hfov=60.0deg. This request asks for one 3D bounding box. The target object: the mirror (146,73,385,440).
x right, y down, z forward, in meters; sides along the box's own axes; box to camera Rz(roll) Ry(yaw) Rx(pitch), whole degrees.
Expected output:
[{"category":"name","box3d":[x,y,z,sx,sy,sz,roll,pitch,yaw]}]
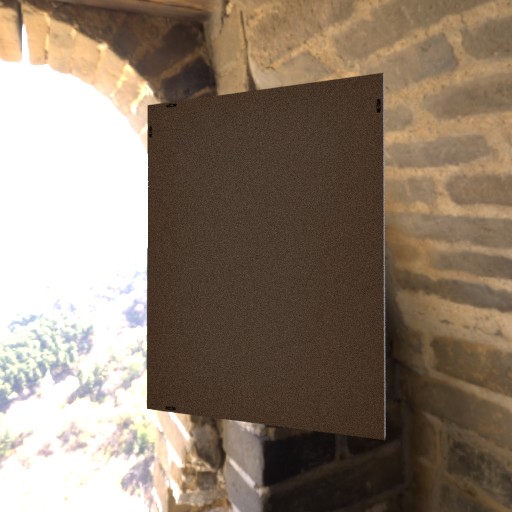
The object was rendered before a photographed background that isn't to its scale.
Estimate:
[{"category":"mirror","box3d":[0.000,0.000,1.368,0.762,1.016,0.041,0,-1,20]}]
